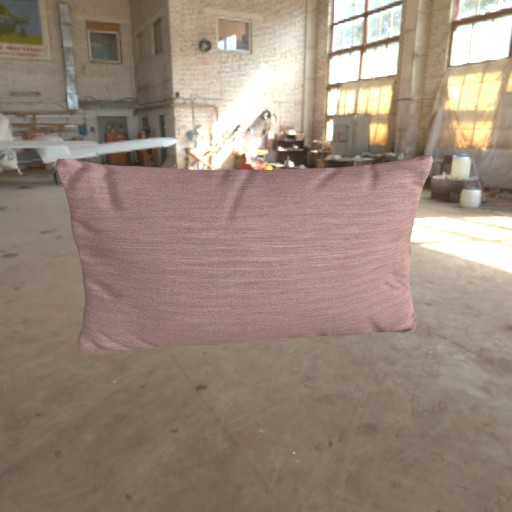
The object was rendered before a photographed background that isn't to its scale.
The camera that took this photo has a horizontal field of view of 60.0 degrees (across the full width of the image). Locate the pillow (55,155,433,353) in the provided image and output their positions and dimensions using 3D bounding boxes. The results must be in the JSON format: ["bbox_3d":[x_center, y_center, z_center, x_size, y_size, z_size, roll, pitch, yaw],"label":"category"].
[{"bbox_3d":[0.000,0.000,0.773,0.633,0.338,0.210,-2,16,-8],"label":"pillow"}]
